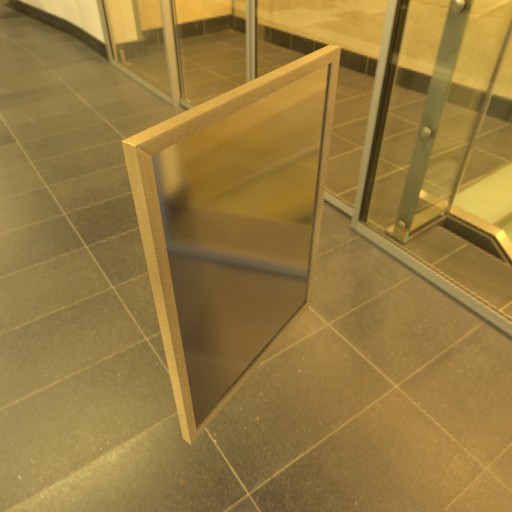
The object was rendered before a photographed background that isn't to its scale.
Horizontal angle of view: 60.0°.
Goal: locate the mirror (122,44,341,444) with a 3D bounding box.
[{"bbox_3d":[0.000,0.000,1.324,0.040,1.016,0.762,24,45,27],"label":"mirror"}]
